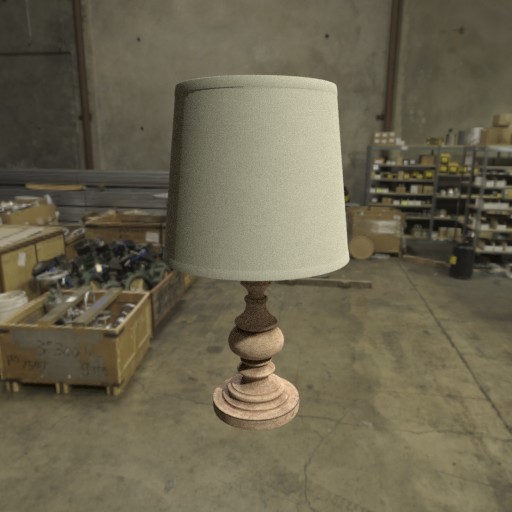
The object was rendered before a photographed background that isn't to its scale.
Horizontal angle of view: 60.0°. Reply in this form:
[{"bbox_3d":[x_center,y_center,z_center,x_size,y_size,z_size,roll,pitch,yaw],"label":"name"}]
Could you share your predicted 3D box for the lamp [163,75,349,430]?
[{"bbox_3d":[0.000,0.000,0.662,0.273,0.497,0.273,0,14,0],"label":"lamp"}]
